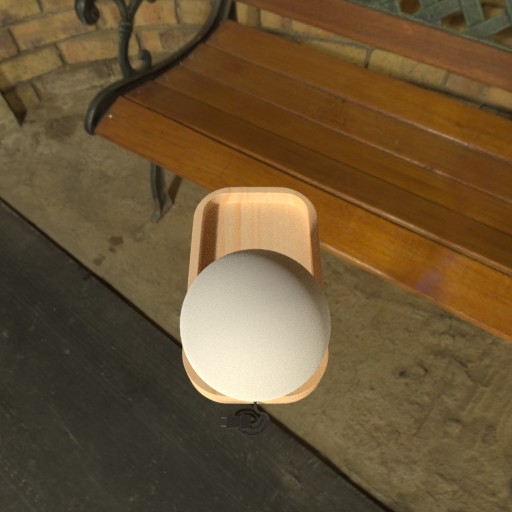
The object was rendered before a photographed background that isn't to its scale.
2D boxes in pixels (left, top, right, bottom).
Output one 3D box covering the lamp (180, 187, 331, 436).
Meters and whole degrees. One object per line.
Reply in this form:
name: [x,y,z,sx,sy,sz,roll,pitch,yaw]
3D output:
lamp: [0.000,0.000,0.479,0.173,0.253,0.331,0,60,0]
